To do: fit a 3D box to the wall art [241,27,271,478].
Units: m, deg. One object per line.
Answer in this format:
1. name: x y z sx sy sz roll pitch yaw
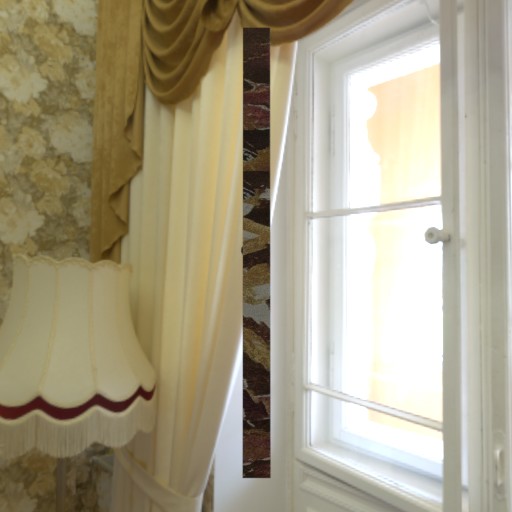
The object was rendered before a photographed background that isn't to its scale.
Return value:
1. wall art: 0.000 0.000 0.907 0.041 0.613 0.609 0 -2 0
